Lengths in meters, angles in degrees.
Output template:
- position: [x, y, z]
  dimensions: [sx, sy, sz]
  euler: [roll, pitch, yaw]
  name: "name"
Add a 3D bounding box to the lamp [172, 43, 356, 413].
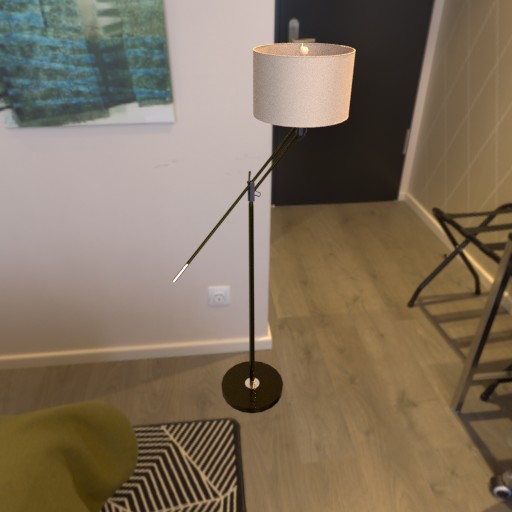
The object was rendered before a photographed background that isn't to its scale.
- position: [0.000, 0.000, 1.941]
  dimensions: [0.809, 1.635, 0.373]
  euler: [-21, 38, -30]
  name: "lamp"
